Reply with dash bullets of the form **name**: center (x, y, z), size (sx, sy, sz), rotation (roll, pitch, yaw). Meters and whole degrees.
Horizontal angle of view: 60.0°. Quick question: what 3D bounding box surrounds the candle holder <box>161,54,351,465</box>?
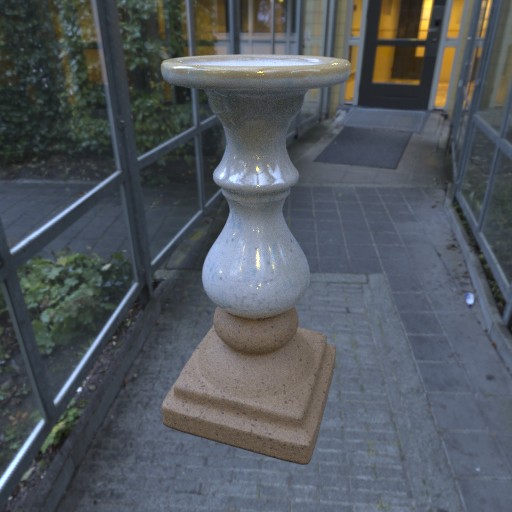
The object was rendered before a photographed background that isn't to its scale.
- **candle holder**: center (0.000, 0.000, 0.294), size (0.110, 0.239, 0.110), rotation (9, 29, 16)
